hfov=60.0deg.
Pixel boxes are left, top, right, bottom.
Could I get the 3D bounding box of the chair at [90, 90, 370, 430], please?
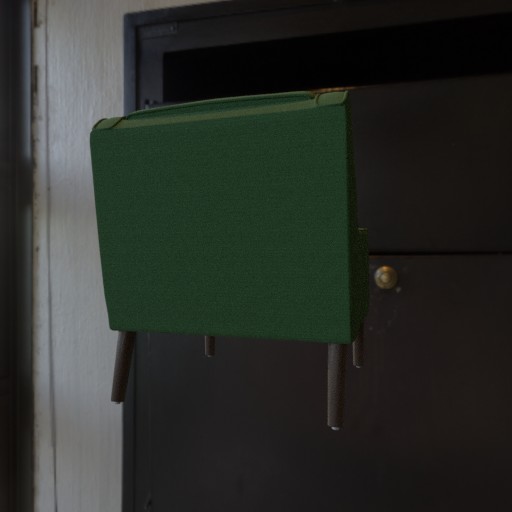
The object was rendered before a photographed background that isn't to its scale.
[{"bbox_3d":[0.000,0.000,1.375,0.663,0.792,0.743,0,0,18],"label":"chair"}]
